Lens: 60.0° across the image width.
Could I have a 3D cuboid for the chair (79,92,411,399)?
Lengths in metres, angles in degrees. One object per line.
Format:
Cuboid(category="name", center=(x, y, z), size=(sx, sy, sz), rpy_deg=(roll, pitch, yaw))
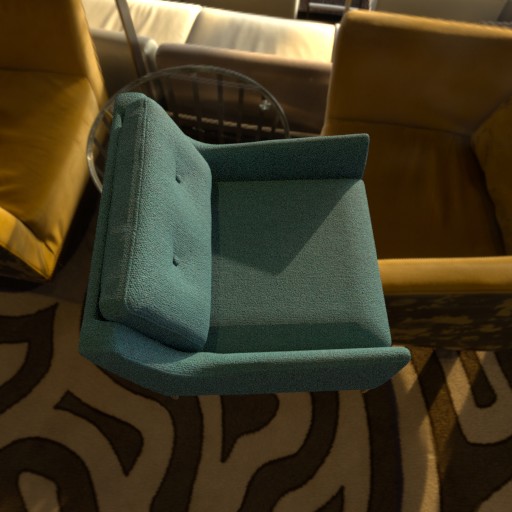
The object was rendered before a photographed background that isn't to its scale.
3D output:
Cuboid(category="chair", center=(0.000, 0.000, 1.502), size=(0.849, 0.828, 0.847), rpy_deg=(-2, 64, -1))
